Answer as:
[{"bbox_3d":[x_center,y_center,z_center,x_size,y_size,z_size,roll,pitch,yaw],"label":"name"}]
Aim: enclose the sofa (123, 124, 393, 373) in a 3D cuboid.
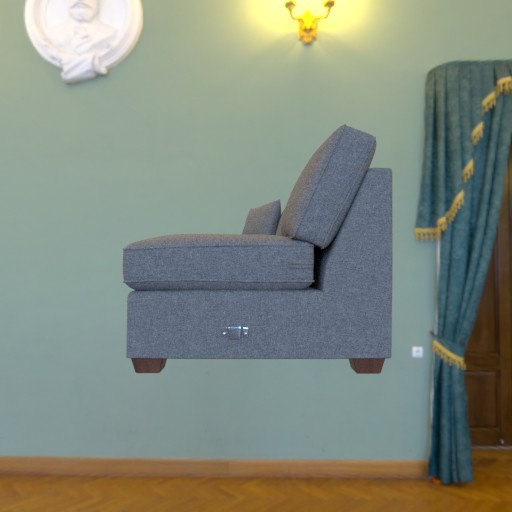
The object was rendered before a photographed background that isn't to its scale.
[{"bbox_3d":[0.000,0.000,2.607,1.034,0.946,1.963,0,-2,0],"label":"sofa"}]
